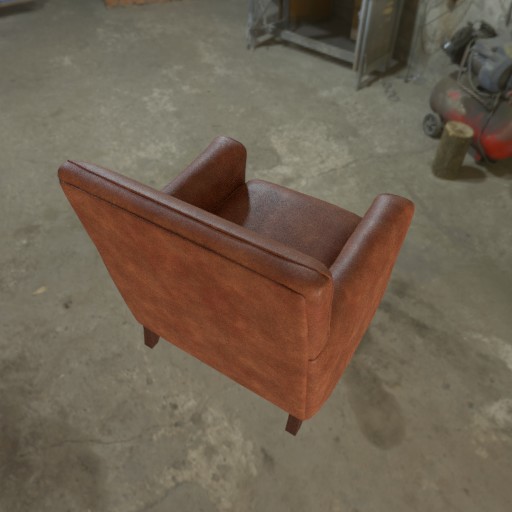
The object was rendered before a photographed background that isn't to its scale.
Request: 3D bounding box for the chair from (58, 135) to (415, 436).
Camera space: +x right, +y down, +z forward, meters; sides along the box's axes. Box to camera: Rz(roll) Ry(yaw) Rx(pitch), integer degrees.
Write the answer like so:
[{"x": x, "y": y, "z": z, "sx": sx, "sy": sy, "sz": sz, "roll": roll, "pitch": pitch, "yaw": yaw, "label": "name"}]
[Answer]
[{"x": 0.000, "y": 0.000, "z": 1.619, "sx": 0.870, "sy": 0.943, "sz": 0.823, "roll": 24, "pitch": 51, "yaw": 22, "label": "chair"}]
